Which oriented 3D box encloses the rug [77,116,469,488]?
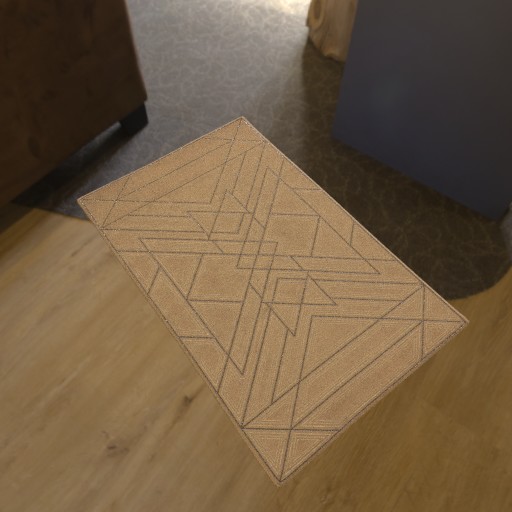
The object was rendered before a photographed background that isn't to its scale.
[{"bbox_3d":[0.000,0.000,3.101,1.575,0.023,2.459,-33,63,-19],"label":"rug"}]
